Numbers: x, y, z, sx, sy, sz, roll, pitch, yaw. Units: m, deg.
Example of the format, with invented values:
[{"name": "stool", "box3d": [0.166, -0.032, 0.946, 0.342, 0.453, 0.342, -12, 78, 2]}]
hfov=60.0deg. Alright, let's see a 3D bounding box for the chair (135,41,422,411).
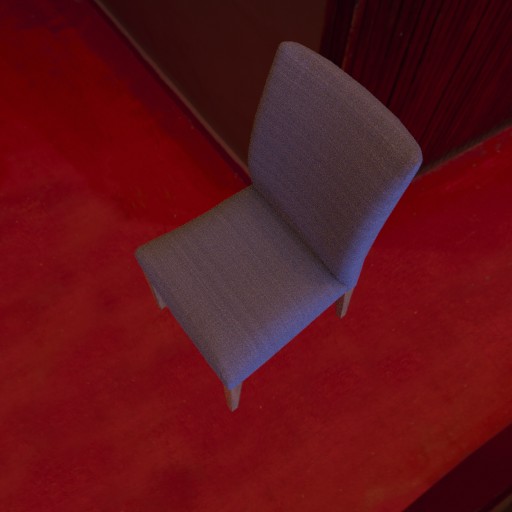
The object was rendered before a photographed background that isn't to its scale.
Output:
[{"name": "chair", "box3d": [0.000, 0.000, 1.281, 0.585, 0.940, 0.496, -34, 69, -15]}]
